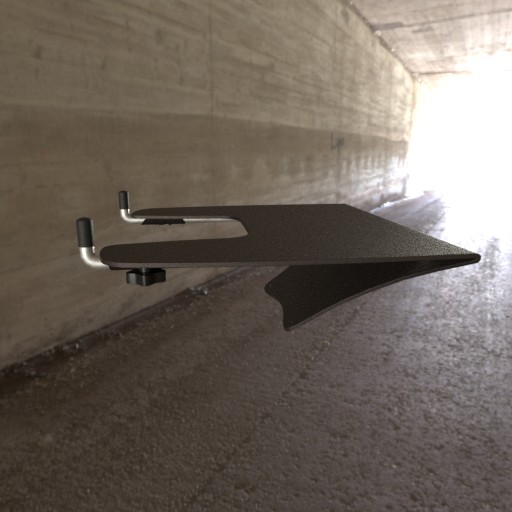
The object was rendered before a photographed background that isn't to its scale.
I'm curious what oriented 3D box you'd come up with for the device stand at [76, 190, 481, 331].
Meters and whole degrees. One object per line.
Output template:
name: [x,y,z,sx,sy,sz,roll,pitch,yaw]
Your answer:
device stand: [0.000,0.000,0.355,0.230,0.092,0.230,-2,14,-8]
